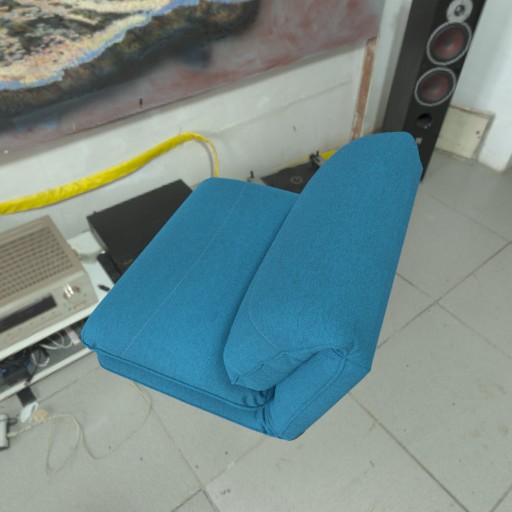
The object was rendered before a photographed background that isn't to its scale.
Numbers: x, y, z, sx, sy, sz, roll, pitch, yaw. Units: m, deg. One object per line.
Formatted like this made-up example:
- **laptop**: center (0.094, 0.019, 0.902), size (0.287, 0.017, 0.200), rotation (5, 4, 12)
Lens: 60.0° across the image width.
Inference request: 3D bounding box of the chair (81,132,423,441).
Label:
- **chair**: center (0.000, 0.000, 1.322), size (0.780, 0.580, 0.820), rotation (16, 48, 16)
